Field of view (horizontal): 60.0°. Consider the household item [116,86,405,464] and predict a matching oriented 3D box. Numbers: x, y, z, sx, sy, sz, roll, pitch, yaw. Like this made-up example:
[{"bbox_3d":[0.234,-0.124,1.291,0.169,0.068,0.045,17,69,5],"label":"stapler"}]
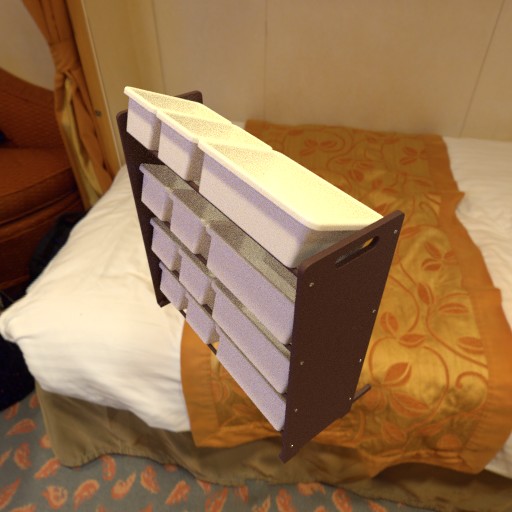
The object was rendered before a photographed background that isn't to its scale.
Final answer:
[{"bbox_3d":[0.000,0.000,1.322,0.389,0.864,0.787,-27,49,-27],"label":"household item"}]
